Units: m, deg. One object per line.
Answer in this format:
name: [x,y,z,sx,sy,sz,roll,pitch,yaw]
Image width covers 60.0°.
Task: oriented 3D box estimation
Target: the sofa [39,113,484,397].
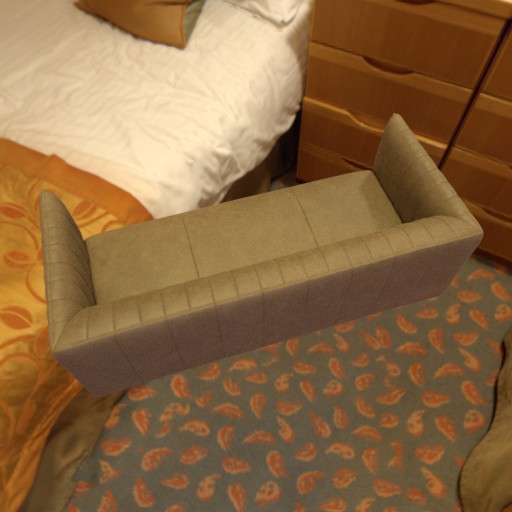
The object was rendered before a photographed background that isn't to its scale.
sofa: [0.000,0.000,2.362,1.980,0.779,0.876,-15,58,-9]
